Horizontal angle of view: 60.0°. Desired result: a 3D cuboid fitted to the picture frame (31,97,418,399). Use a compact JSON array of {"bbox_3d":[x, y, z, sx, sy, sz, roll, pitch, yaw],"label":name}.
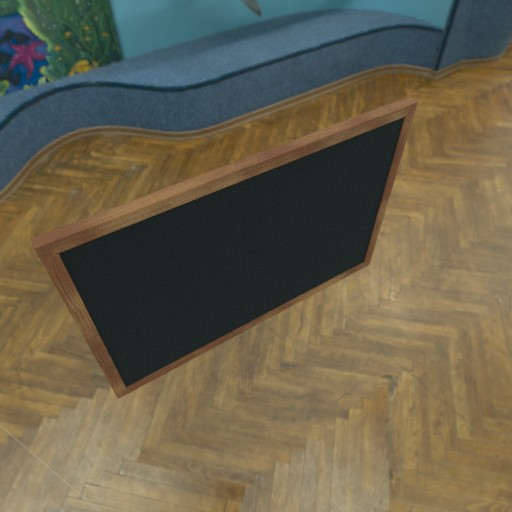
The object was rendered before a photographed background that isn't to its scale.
[{"bbox_3d":[0.000,0.000,1.205,0.950,0.640,0.029,-25,53,-21],"label":"picture frame"}]
